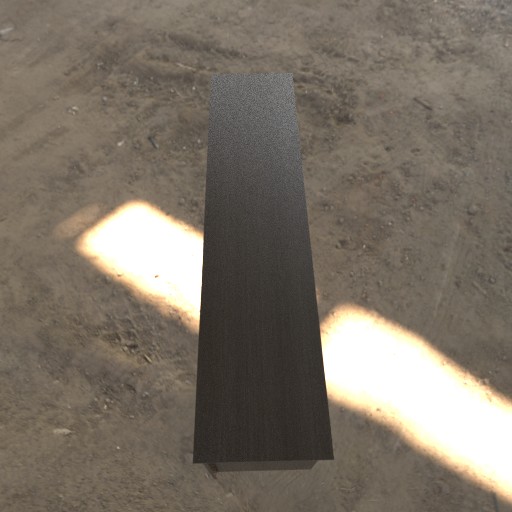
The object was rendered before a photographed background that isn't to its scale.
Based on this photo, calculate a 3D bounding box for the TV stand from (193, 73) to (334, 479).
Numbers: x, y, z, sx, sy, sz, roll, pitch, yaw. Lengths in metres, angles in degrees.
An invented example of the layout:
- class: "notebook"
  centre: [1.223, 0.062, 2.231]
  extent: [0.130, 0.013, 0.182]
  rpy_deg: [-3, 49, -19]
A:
- class: "TV stand"
  centre: [0.000, 0.000, 2.003]
  extent: [0.406, 0.610, 1.778]
  rpy_deg: [-1, 58, -1]
